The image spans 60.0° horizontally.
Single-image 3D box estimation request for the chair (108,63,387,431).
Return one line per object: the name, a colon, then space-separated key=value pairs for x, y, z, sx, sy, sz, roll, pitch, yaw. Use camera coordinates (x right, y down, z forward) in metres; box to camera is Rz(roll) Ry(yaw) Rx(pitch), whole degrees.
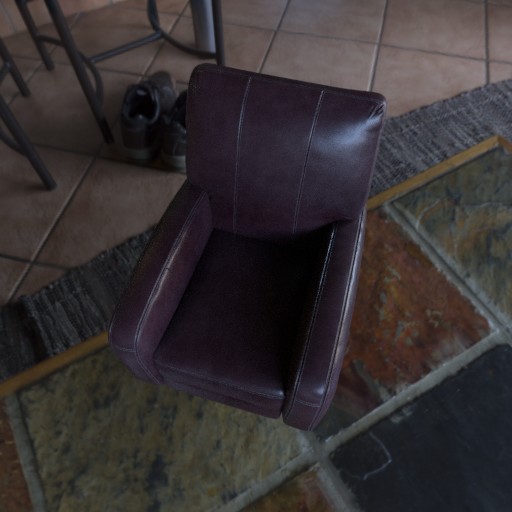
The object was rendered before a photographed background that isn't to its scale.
chair: x=0.000 y=0.000 z=1.636 sx=0.762 sy=0.990 sz=0.990 roll=14 pitch=59 yaw=9
